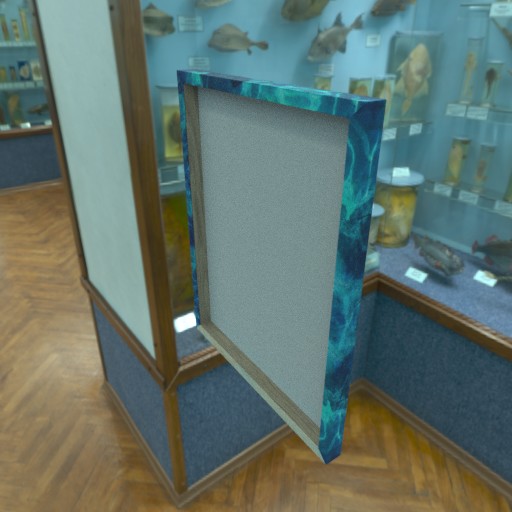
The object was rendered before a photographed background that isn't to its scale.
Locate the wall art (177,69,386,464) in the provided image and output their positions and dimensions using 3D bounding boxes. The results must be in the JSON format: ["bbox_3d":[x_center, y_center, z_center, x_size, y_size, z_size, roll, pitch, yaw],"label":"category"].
[{"bbox_3d":[0.000,0.000,0.861,0.038,0.635,0.508,-18,32,-30],"label":"wall art"}]
